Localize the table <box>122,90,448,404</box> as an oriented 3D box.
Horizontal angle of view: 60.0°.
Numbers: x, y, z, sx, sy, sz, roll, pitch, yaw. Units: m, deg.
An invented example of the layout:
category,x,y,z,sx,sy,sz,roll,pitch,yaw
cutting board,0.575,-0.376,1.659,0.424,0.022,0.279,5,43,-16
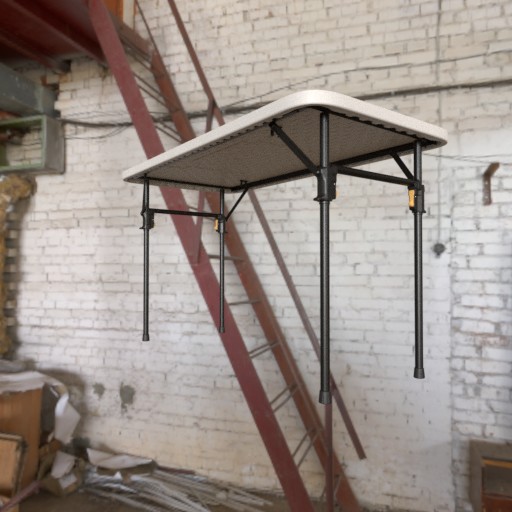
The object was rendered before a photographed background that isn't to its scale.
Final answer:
category,x,y,z,sx,sy,sz,roll,pitch,yaw
table,0.000,0.000,1.628,0.610,0.729,1.219,1,-1,-37
